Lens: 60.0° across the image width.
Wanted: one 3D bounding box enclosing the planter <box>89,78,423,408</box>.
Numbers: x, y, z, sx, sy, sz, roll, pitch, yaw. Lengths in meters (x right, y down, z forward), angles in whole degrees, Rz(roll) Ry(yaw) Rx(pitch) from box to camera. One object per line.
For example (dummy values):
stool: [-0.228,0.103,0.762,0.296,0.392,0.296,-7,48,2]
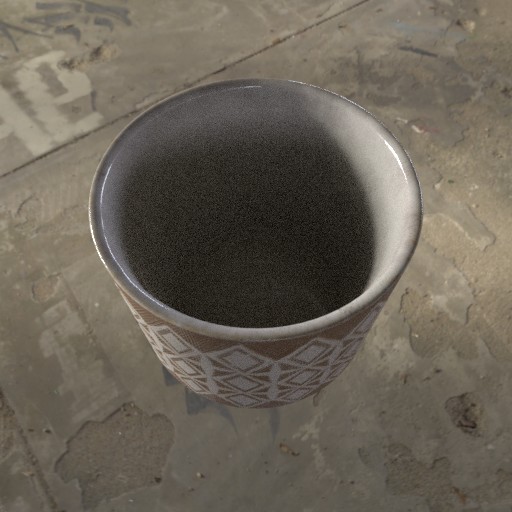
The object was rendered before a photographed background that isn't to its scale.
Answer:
planter: [0.000,0.000,0.330,0.193,0.165,0.193,0,59,0]
